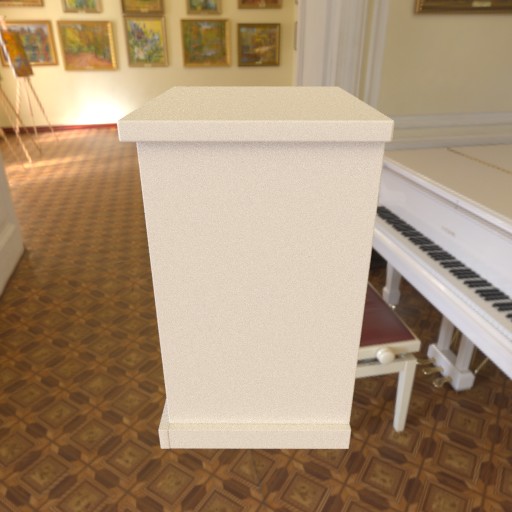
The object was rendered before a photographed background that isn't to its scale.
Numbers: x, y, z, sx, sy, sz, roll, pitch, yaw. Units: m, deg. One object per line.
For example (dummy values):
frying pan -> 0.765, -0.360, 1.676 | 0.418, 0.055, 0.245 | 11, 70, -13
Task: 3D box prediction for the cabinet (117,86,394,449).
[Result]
cabinet -> 0.000, 0.000, 1.075 | 0.431, 0.723, 0.520 | 0, 26, 0
